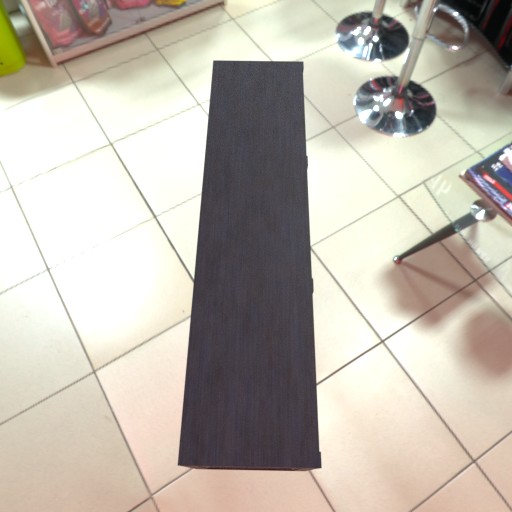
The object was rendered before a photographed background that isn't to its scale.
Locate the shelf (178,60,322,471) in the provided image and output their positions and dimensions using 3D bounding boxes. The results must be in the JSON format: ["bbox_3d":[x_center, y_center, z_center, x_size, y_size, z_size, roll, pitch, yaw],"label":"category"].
[{"bbox_3d":[0.000,0.000,2.164,0.471,0.715,1.878,1,63,0],"label":"shelf"}]
